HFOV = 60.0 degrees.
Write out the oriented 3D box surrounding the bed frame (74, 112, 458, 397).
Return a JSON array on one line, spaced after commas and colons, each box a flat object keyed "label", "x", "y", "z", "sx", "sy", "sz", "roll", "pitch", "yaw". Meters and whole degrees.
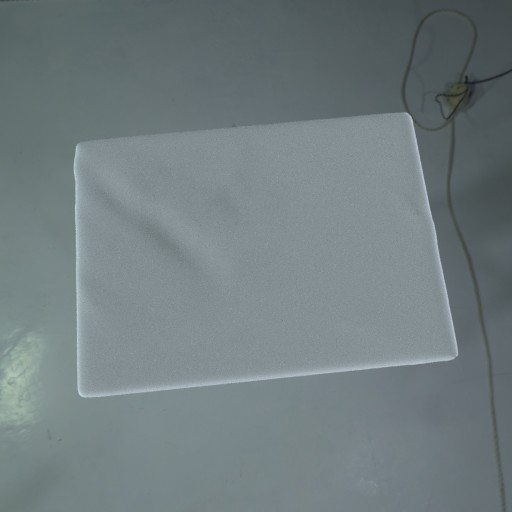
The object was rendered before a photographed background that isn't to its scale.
[{"label": "bed frame", "x": 0.000, "y": 0.000, "z": 2.577, "sx": 1.905, "sy": 0.637, "sz": 1.372, "roll": -6, "pitch": 77, "yaw": -1}]
